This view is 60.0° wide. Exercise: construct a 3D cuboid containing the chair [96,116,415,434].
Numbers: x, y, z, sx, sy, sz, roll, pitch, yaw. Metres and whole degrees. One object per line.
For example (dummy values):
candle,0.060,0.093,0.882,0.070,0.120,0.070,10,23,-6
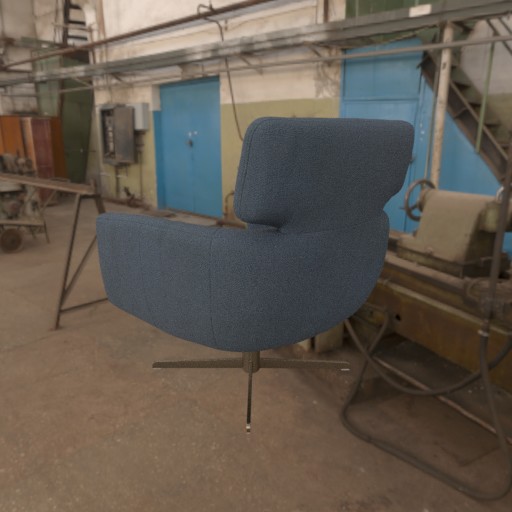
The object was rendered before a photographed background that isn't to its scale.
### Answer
chair,0.000,0.000,1.384,0.738,0.813,0.761,-15,22,-42
